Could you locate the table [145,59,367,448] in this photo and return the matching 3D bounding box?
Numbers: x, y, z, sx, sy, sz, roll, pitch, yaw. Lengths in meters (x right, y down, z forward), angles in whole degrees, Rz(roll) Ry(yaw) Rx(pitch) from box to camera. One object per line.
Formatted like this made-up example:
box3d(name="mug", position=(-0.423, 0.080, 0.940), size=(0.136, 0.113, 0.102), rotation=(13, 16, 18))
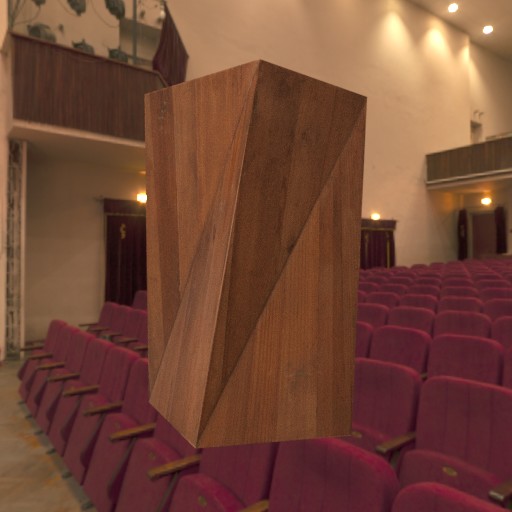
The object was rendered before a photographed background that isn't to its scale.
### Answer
box3d(name="table", position=(0.000, 0.000, 0.901), size=(0.425, 0.604, 0.441), rotation=(0, -1, -36))
